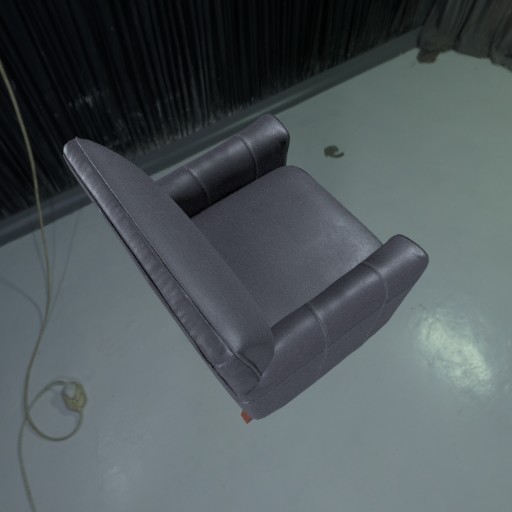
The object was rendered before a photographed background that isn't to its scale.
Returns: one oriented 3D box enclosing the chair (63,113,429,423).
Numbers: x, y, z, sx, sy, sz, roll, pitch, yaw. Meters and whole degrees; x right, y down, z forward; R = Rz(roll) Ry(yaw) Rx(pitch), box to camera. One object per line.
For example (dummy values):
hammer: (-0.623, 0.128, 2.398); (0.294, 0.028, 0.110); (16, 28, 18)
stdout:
chair: (0.000, 0.000, 1.609); (0.825, 0.943, 0.870); (-32, 64, -18)
